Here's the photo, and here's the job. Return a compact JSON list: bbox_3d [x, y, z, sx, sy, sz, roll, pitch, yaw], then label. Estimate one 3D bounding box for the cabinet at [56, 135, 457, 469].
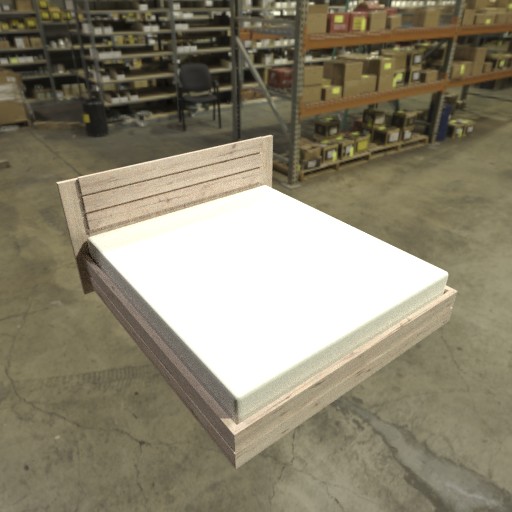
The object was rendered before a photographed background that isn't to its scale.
[{"bbox_3d":[0.000,0.000,3.169,1.950,0.970,2.080,-22,37,-32],"label":"cabinet"}]
